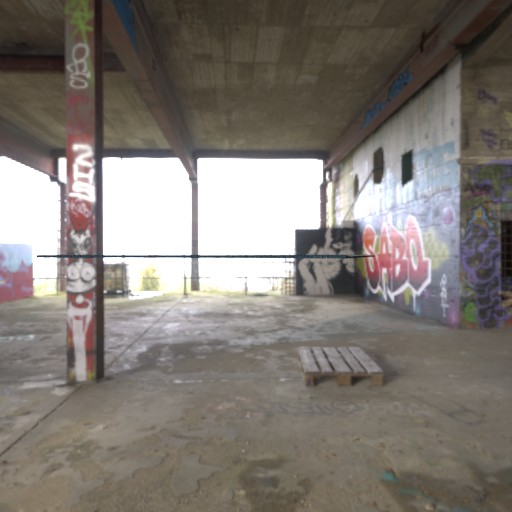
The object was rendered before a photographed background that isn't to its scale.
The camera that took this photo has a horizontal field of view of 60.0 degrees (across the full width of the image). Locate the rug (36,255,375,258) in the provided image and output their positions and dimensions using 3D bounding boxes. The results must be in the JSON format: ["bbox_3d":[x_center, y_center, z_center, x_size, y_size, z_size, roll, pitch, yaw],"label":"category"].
[{"bbox_3d":[0.000,0.000,3.121,1.530,0.015,2.449,0,0,17],"label":"rug"}]
